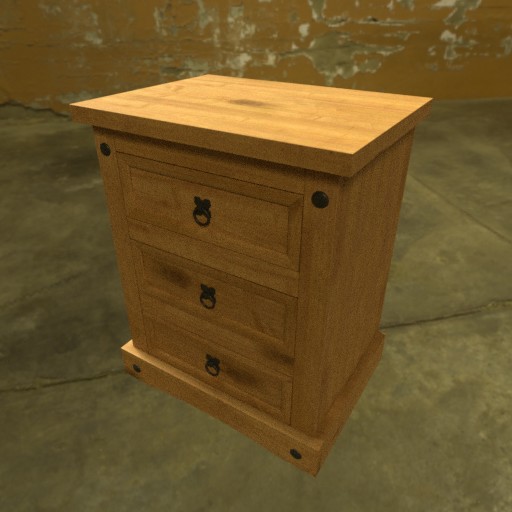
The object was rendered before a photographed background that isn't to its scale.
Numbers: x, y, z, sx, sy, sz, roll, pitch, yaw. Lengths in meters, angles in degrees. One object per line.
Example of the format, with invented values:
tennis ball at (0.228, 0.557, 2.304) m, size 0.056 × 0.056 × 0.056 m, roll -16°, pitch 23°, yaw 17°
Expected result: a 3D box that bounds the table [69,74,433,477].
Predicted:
table at (0.000, 0.000, 1.208) m, size 0.660 × 0.813 × 0.500 m, roll 18°, pitch 35°, yaw 27°
